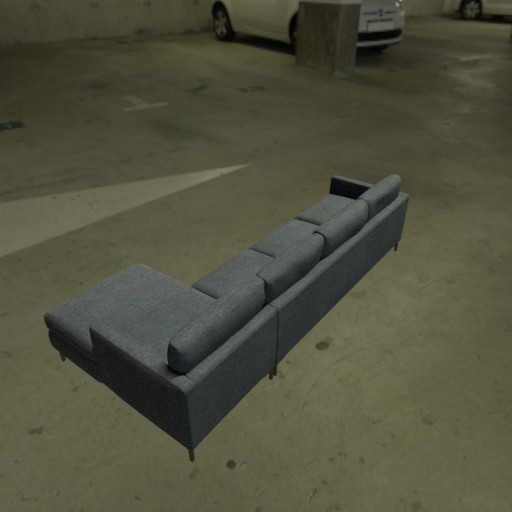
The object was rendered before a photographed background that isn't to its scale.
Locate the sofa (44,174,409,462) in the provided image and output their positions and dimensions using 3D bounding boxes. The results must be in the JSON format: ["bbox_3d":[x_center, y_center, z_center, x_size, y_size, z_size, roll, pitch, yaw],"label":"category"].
[{"bbox_3d":[0.000,0.000,3.549,1.350,0.810,2.932,23,39,31],"label":"sofa"}]
